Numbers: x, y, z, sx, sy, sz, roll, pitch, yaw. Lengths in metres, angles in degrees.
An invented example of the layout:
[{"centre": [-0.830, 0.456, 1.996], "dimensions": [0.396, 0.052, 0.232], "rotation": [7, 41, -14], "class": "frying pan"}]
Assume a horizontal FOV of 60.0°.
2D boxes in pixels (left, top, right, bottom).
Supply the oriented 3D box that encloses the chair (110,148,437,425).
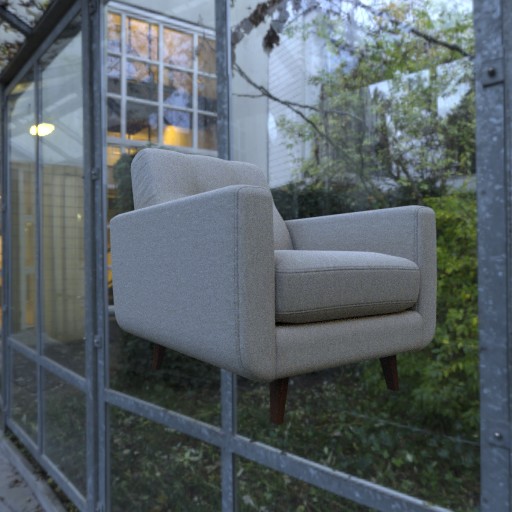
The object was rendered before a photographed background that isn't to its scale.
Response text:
[{"centre": [0.000, 0.000, 1.802], "dimensions": [0.897, 0.965, 1.128], "rotation": [0, -1, -36], "class": "chair"}]
